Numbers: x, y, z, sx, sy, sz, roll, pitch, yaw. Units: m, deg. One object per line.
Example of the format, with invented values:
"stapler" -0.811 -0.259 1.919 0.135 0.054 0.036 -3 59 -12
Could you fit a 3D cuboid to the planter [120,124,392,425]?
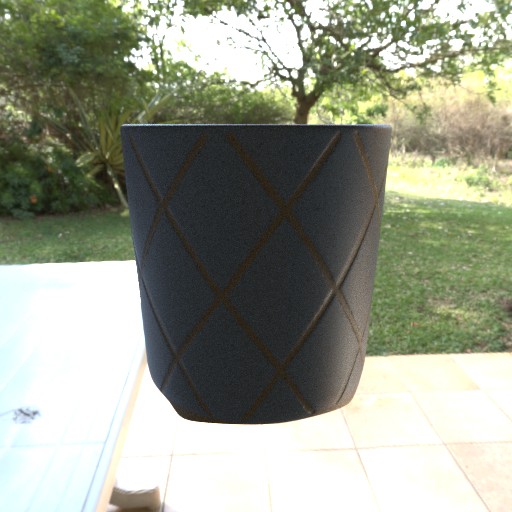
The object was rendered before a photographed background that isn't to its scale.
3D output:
"planter" 0.000 0.000 0.351 0.191 0.200 0.191 0 17 0
